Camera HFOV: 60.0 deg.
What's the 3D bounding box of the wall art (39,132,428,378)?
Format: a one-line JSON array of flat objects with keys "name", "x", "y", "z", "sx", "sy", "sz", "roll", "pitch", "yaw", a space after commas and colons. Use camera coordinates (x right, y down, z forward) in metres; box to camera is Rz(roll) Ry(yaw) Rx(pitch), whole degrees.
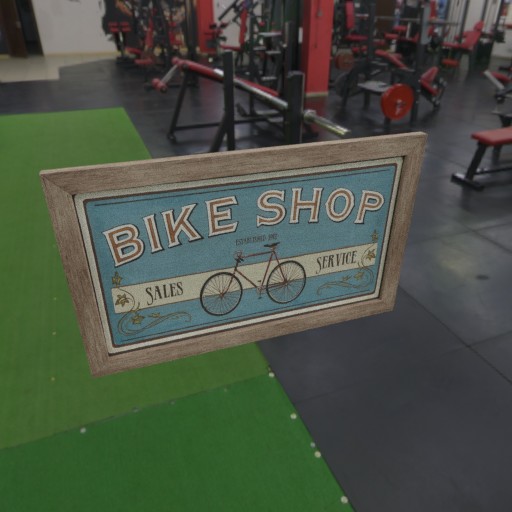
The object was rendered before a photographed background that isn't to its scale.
[{"name": "wall art", "x": 0.000, "y": 0.000, "z": 0.986, "sx": 0.780, "sy": 0.480, "sz": 0.021, "roll": -10, "pitch": 32, "yaw": -16}]
